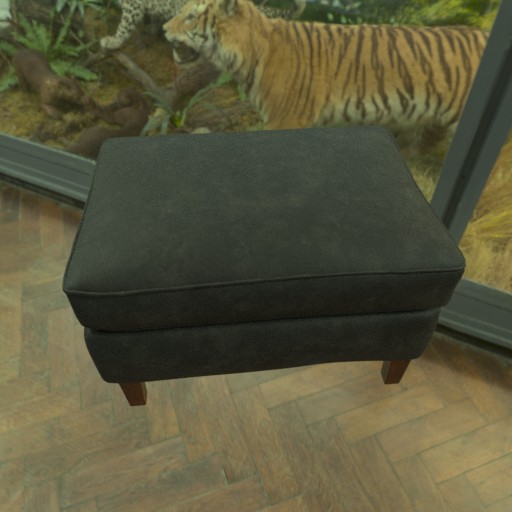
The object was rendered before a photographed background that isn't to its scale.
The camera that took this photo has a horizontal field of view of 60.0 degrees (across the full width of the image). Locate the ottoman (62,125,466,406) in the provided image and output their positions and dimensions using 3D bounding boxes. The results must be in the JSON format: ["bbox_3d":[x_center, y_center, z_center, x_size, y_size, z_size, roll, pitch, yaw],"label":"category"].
[{"bbox_3d":[0.000,0.000,0.969,0.665,0.413,0.501,-4,45,-4],"label":"ottoman"}]
